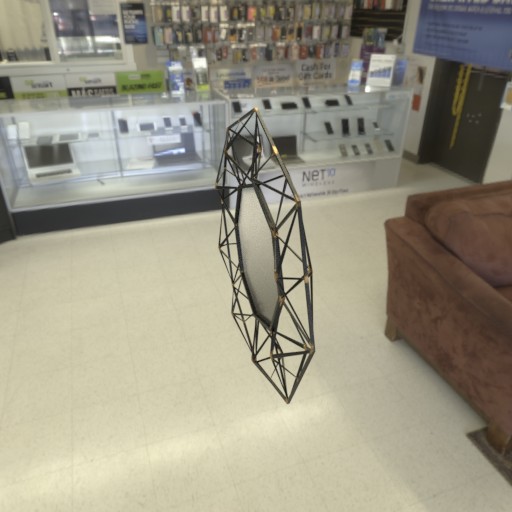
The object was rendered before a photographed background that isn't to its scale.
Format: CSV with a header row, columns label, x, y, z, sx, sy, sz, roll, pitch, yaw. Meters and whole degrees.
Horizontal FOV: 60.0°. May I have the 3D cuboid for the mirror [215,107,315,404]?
label,x,y,z,sx,sy,sz,roll,pitch,yaw
mirror,0.000,0.000,1.093,0.094,0.710,0.710,-9,32,-15
